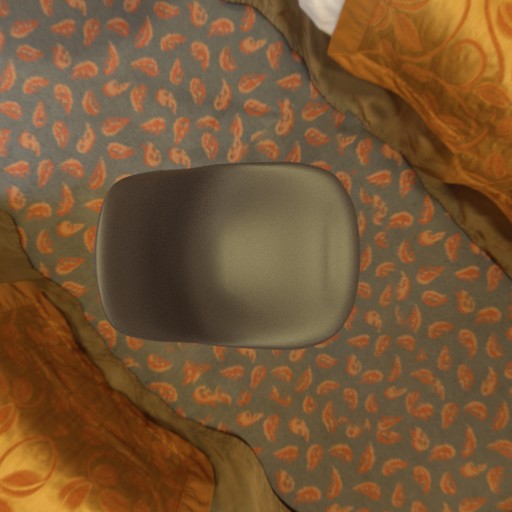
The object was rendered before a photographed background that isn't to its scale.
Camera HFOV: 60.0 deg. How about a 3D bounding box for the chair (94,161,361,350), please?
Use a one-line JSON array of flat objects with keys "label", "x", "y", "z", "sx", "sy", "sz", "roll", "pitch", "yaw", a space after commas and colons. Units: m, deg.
[{"label": "chair", "x": 0.000, "y": 0.000, "z": 1.134, "sx": 0.533, "sy": 0.825, "sz": 0.470, "roll": 0, "pitch": 90, "yaw": -1}]
